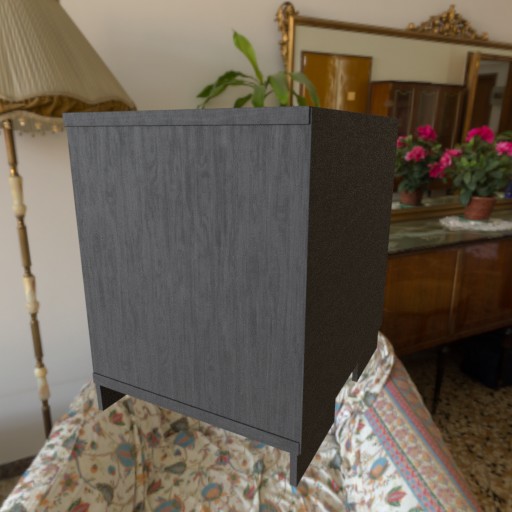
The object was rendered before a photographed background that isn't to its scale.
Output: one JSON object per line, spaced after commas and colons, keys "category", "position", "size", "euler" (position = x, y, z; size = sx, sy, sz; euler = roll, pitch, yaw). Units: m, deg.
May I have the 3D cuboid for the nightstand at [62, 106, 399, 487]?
{"category": "nightstand", "position": [0.000, 0.000, 0.742], "size": [0.347, 0.448, 0.427], "euler": [8, 18, 27]}
